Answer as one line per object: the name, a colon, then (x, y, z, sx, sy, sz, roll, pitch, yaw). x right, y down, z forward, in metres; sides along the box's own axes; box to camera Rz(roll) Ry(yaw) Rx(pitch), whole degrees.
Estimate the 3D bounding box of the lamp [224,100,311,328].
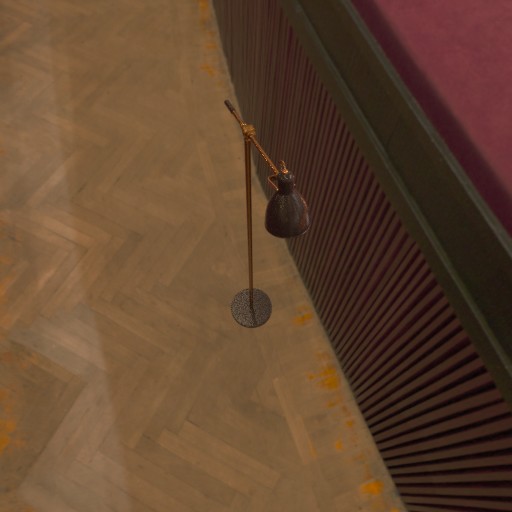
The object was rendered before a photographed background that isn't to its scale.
lamp: (0.000, 0.000, 1.808, 0.235, 1.628, 0.618, -16, 64, -8)
